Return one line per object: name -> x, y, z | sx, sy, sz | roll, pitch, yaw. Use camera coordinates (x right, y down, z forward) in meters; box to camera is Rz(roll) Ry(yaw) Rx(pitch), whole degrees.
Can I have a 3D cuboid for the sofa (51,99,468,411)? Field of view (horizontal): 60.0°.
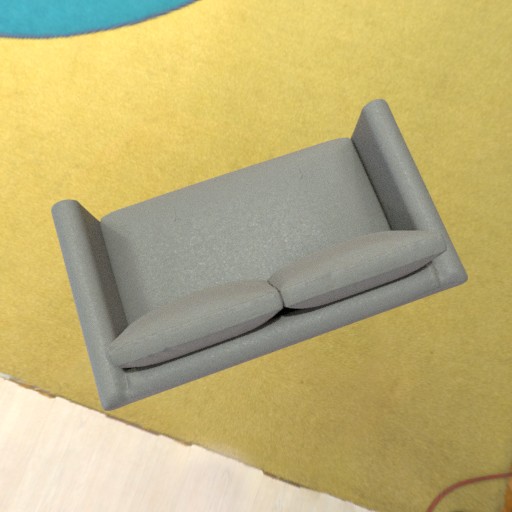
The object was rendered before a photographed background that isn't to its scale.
sofa -> 0.000, 0.000, 2.112 | 1.598, 0.873, 0.899 | -19, 78, -4
